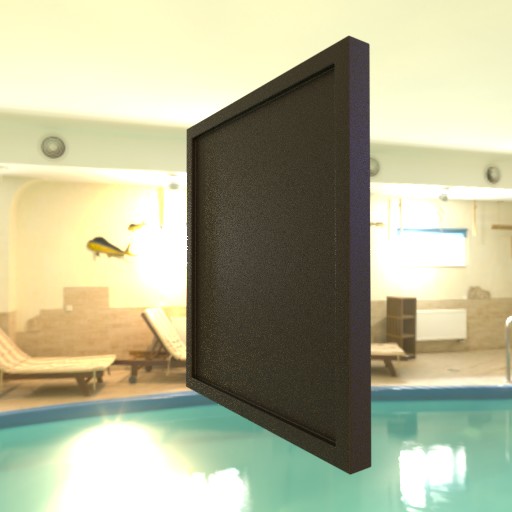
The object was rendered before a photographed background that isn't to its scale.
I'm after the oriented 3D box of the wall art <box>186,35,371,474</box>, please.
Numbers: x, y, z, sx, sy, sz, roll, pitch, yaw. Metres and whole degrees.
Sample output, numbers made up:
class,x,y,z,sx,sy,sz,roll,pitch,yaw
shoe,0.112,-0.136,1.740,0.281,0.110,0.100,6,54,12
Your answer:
class,x,y,z,sx,sy,sz,roll,pitch,yaw
wall art,0.000,0.000,0.526,0.028,0.381,0.328,1,-1,-34
